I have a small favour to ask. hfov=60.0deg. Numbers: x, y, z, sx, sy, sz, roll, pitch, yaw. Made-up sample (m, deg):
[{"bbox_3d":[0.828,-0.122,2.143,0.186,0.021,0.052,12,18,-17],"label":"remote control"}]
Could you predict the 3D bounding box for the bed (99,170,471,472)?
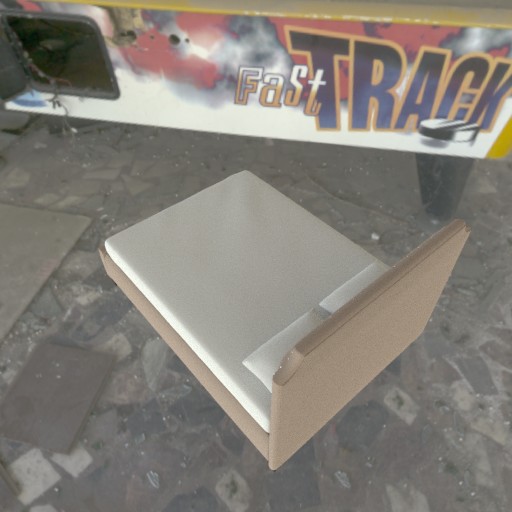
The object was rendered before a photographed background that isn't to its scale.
[{"bbox_3d":[0.000,0.000,3.508,1.713,1.443,2.372,-32,54,-27],"label":"bed"}]
